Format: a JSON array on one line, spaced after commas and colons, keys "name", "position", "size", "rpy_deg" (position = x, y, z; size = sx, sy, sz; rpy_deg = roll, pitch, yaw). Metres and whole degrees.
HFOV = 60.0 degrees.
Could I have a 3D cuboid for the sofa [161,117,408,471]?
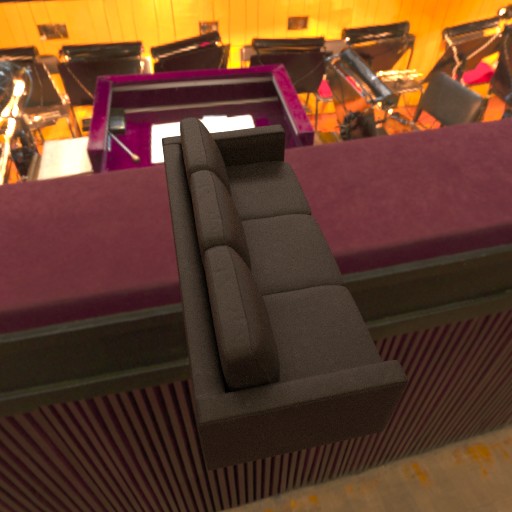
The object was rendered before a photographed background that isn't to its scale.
[{"name": "sofa", "position": [0.000, 0.000, 2.535], "size": [0.879, 0.899, 2.029], "rpy_deg": [-9, 47, -8]}]
